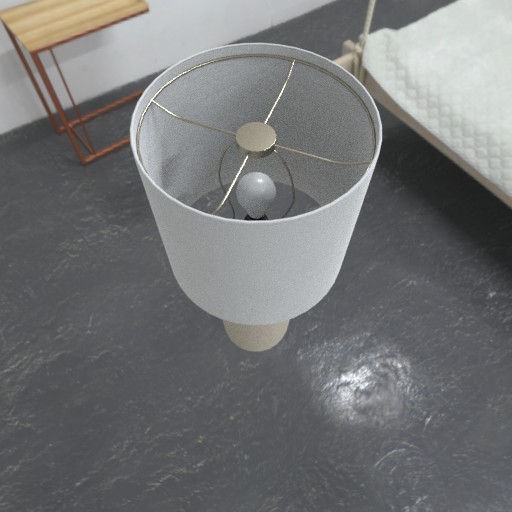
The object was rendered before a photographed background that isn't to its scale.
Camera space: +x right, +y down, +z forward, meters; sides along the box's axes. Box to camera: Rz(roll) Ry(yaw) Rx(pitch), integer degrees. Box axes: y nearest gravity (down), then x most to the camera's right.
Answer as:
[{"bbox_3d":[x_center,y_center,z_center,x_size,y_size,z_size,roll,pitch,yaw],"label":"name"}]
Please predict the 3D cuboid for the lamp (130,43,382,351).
[{"bbox_3d":[0.000,0.000,0.595,0.220,0.475,0.220,31,64,17],"label":"lamp"}]
